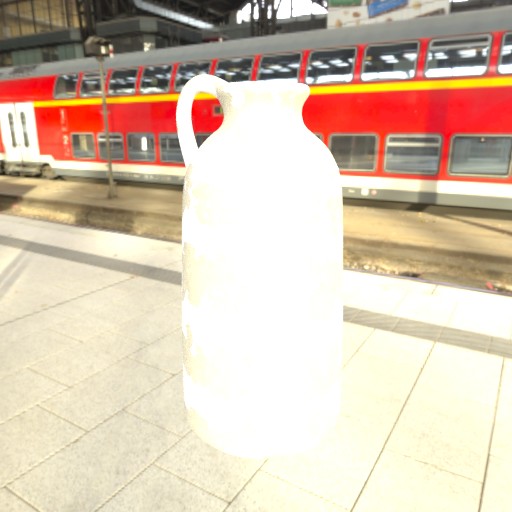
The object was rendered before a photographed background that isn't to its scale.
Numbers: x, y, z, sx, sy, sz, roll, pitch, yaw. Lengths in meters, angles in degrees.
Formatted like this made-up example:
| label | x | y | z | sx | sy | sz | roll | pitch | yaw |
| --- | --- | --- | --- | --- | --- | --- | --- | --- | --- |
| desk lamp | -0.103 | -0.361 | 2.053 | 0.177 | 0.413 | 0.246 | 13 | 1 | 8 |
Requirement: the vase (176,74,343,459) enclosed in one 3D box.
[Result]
| label | x | y | z | sx | sy | sz | roll | pitch | yaw |
| --- | --- | --- | --- | --- | --- | --- | --- | --- | --- |
| vase | 0.000 | 0.000 | 0.492 | 0.203 | 0.382 | 0.186 | 9 | 18 | 28 |
